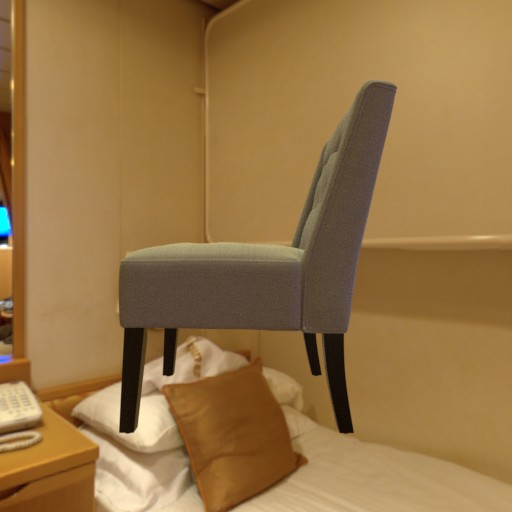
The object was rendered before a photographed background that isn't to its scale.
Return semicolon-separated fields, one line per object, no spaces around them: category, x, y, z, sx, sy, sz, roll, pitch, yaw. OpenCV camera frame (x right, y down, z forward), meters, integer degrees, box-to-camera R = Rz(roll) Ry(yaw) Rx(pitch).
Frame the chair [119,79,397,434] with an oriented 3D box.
chair;0.000;0.000;1.324;0.676;0.853;0.569;0;0;0
